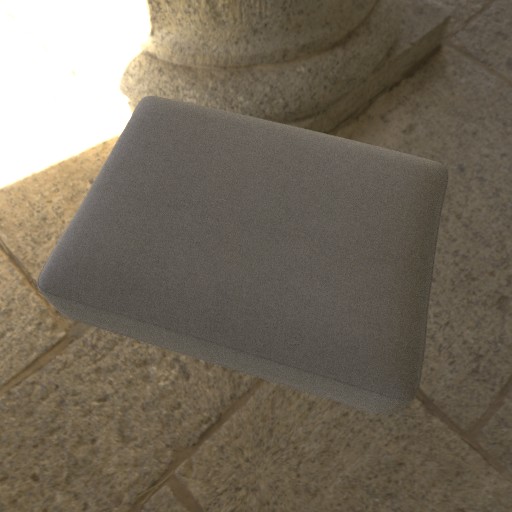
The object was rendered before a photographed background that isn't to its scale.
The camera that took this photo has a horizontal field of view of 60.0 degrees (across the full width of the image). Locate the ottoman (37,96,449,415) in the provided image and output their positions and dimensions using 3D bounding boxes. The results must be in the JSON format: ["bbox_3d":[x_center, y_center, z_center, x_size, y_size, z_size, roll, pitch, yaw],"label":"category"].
[{"bbox_3d":[0.000,0.000,1.048,0.749,0.428,0.549,15,65,7],"label":"ottoman"}]
